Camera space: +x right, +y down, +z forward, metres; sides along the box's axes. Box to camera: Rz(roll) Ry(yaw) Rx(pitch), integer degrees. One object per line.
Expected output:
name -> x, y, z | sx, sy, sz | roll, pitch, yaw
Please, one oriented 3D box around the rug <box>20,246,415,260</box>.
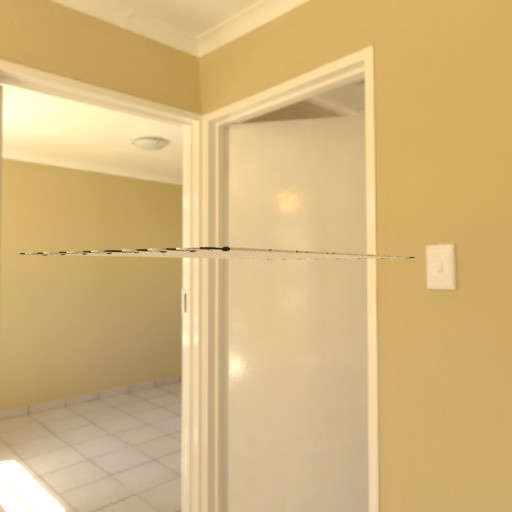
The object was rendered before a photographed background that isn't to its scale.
rug -> 0.000, 0.000, 3.275 | 1.524, 0.021, 2.755 | -1, -2, 36
